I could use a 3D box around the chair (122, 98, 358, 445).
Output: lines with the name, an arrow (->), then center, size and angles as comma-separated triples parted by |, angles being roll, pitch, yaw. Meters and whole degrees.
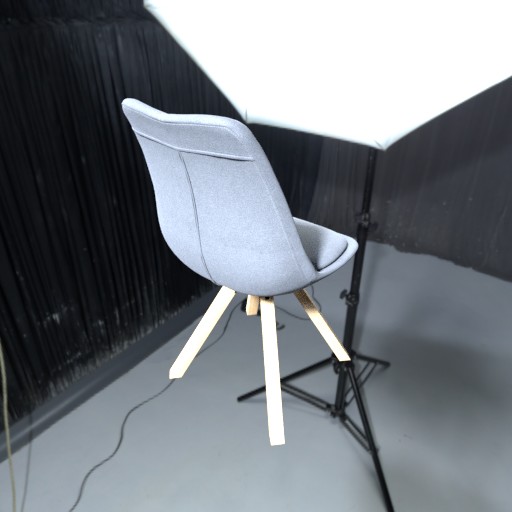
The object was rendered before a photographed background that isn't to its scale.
chair -> 0.000, 0.000, 1.190 | 0.474, 0.863, 0.549 | 22, 37, 32
